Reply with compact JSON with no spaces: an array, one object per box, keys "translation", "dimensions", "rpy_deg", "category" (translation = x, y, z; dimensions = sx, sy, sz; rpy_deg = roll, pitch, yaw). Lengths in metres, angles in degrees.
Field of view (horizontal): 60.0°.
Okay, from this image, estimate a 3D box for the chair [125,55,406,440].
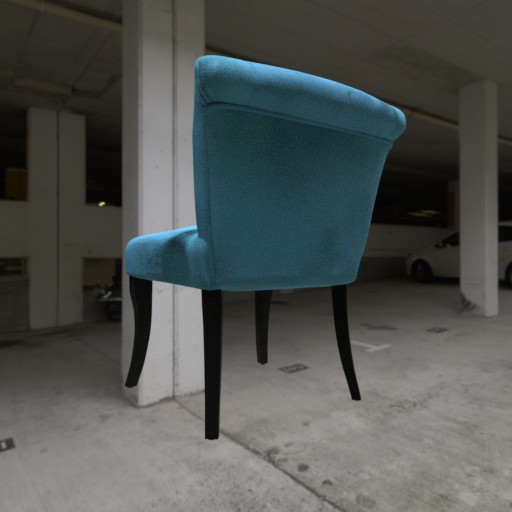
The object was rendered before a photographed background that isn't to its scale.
[{"translation":[0.000,0.000,1.158],"dimensions":[0.582,0.750,0.605],"rpy_deg":[0,0,-35],"category":"chair"}]
